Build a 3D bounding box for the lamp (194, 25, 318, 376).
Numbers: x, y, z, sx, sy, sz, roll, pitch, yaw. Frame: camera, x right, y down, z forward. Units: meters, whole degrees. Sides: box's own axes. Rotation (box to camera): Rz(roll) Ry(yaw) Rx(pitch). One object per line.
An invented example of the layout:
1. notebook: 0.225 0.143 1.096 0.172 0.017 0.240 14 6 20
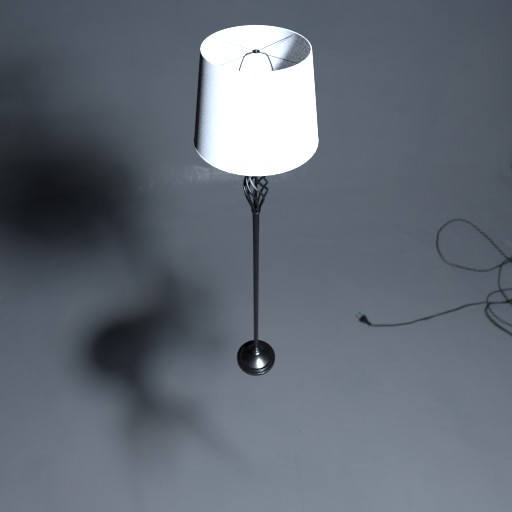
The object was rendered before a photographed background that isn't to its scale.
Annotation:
1. lamp: 0.000 0.000 1.757 0.379 1.623 0.379 0 48 0
